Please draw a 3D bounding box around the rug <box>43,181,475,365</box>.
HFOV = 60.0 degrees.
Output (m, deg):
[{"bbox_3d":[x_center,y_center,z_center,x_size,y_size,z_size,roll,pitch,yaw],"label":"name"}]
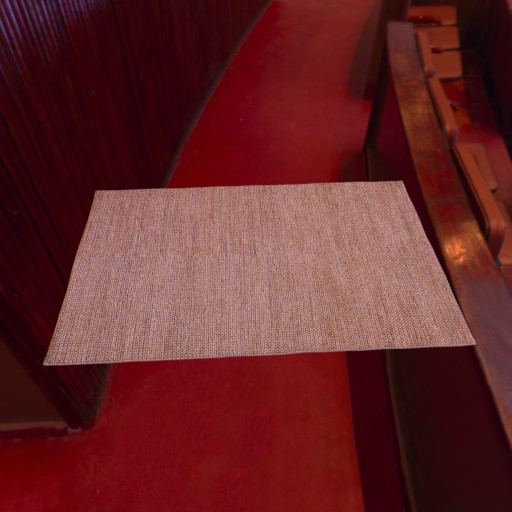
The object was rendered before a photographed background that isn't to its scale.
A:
[{"bbox_3d":[0.000,0.000,3.006,2.438,0.034,1.521,-2,47,-2],"label":"rug"}]
